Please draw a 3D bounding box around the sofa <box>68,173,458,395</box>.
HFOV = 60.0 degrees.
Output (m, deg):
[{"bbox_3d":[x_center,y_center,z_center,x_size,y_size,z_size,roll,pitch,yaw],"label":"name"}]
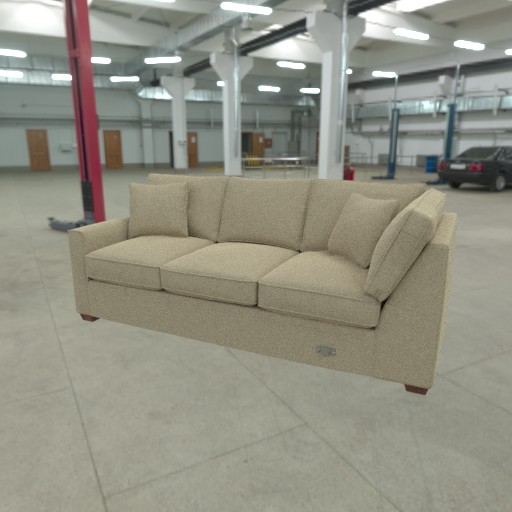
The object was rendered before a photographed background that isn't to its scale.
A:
[{"bbox_3d":[0.000,0.000,2.875,2.317,0.962,1.061,7,16,25],"label":"sofa"}]
